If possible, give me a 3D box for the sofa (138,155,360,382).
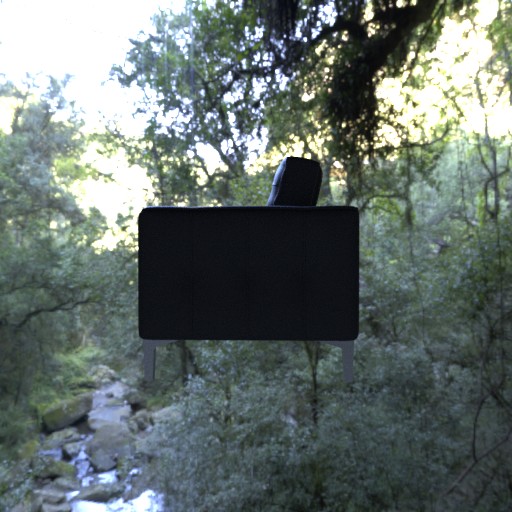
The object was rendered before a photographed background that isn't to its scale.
[{"bbox_3d":[0.000,0.000,2.728,0.833,0.893,2.275,0,1,1],"label":"sofa"}]
